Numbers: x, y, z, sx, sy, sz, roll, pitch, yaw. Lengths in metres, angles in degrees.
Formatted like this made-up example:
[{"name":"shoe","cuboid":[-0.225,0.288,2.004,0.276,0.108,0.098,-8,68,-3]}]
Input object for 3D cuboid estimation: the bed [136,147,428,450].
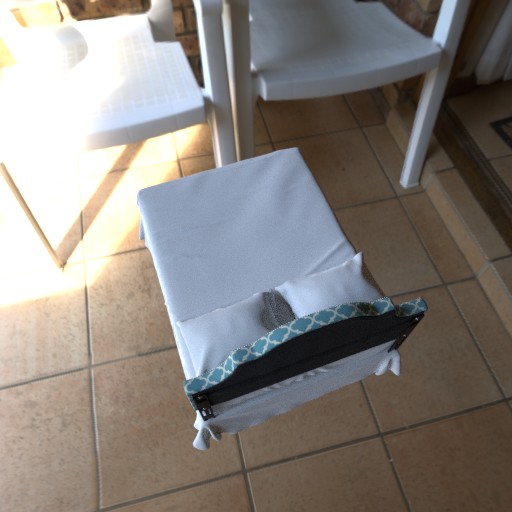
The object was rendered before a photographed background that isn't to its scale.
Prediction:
[{"name":"bed","cuboid":[0.000,0.000,3.482,1.780,1.633,2.222,-17,60,-10]}]
